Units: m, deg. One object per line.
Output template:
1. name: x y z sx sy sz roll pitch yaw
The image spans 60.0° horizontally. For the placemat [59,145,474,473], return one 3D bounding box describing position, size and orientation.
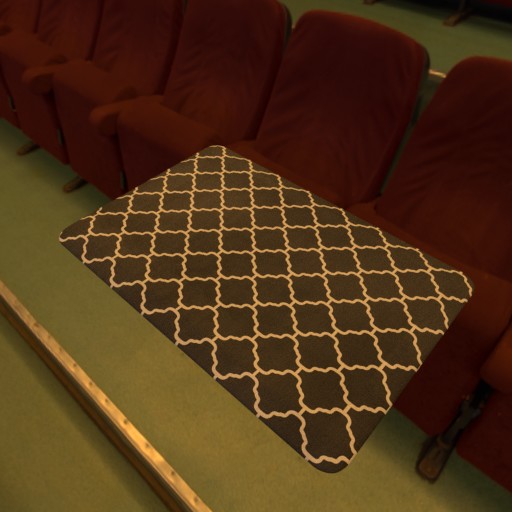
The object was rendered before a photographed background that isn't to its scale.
1. placemat: 0.000 0.000 0.934 0.762 0.021 0.508 33 55 27
